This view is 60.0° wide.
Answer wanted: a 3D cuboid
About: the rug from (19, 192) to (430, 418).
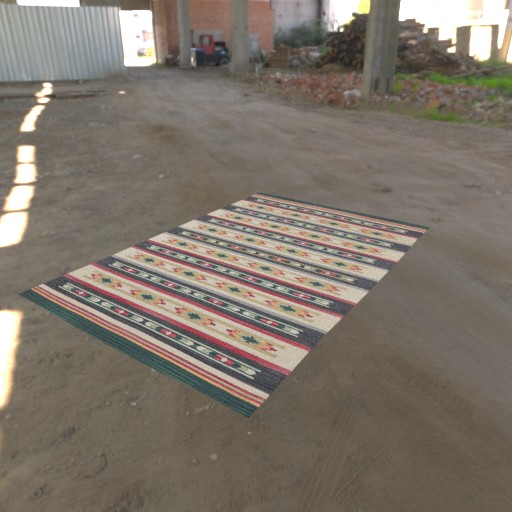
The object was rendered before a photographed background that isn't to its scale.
[{"bbox_3d":[0.000,0.000,2.250,1.221,0.009,1.825,17,30,31],"label":"rug"}]
